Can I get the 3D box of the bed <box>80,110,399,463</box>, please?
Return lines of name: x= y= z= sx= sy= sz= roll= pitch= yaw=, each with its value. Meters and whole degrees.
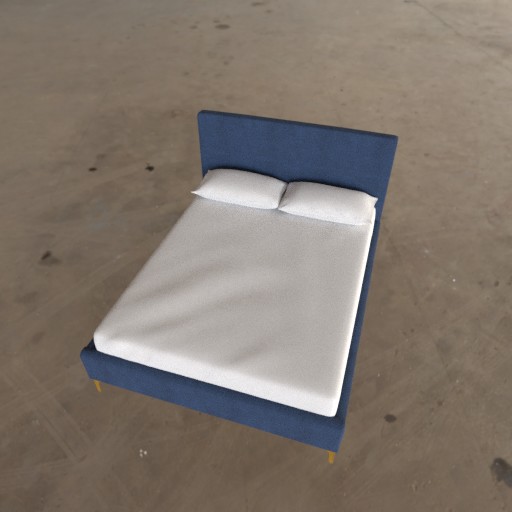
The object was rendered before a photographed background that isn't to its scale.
bed: x=0.000 y=0.000 z=3.325 sx=1.723 sy=1.231 sz=2.172 roll=12 pitch=42 yaw=13
